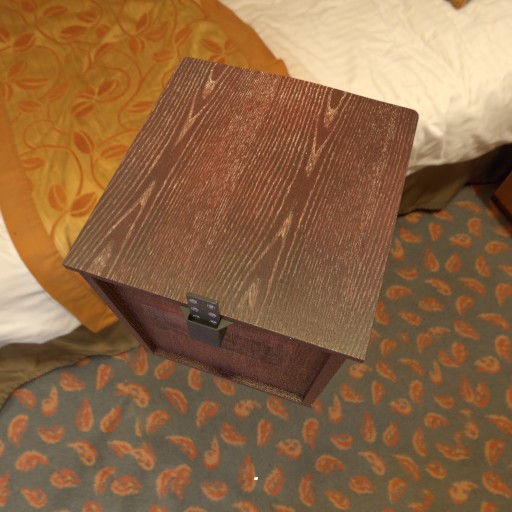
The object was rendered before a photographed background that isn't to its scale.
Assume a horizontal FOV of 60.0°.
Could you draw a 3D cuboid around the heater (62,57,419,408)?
[{"bbox_3d":[0.000,0.000,0.753,0.362,0.481,0.400,16,65,8],"label":"heater"}]
